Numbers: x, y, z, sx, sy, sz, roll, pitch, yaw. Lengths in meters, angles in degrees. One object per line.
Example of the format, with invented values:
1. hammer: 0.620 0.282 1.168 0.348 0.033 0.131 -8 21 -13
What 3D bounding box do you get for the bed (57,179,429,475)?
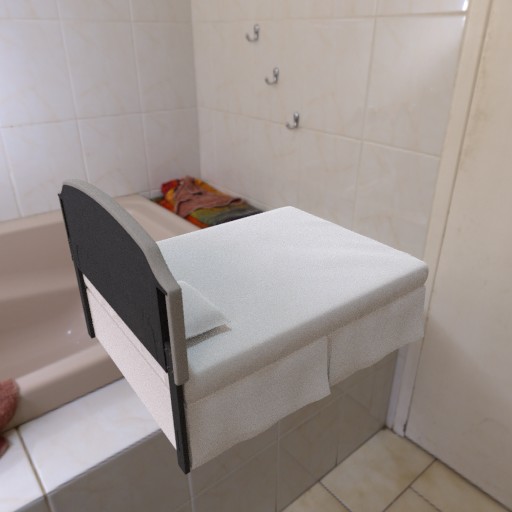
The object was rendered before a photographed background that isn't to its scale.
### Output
1. bed: 0.000 0.000 2.984 1.999 1.270 1.558 -19 32 -33
